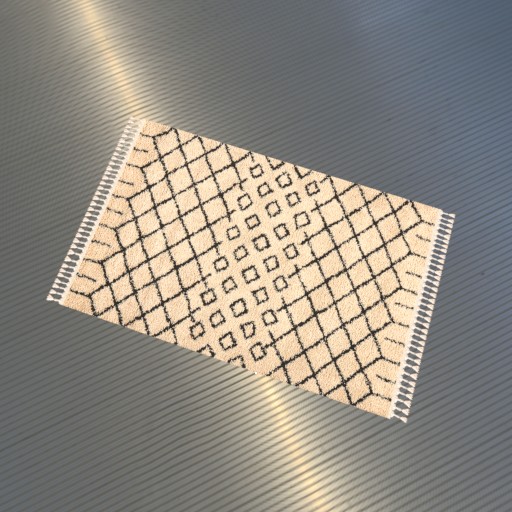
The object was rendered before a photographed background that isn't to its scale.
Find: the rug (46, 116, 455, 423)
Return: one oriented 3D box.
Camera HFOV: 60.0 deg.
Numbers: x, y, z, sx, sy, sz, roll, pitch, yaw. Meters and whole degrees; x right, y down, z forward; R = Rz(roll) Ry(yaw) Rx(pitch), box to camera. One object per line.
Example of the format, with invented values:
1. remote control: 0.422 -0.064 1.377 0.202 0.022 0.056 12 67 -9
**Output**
1. rug: 0.000 0.000 2.472 2.006 0.008 1.196 18 76 5
